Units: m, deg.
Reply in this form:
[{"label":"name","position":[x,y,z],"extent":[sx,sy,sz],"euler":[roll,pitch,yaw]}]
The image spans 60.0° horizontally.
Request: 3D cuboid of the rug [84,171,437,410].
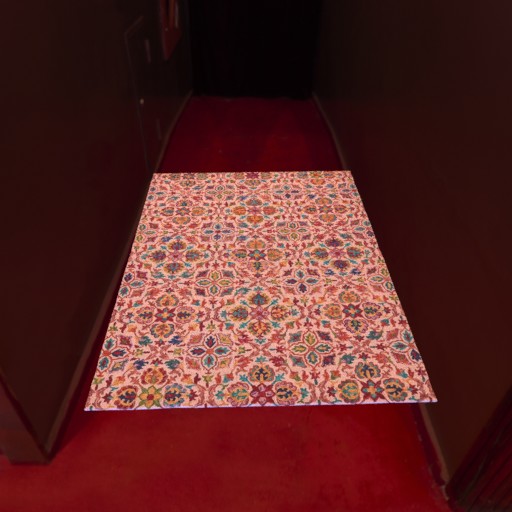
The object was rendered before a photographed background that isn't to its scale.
[{"label":"rug","position":[0.000,0.000,4.286],"extent":[2.446,0.020,3.215],"euler":[-1,40,-1]}]
